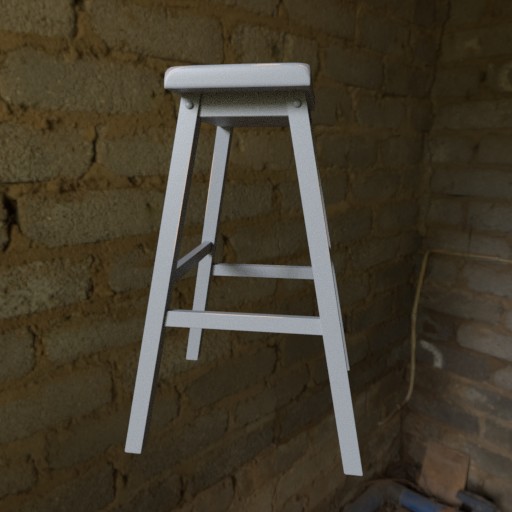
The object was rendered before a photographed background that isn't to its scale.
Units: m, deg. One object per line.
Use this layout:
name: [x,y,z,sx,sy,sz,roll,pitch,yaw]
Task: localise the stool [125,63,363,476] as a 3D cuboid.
stool: [0.000,0.000,1.010,0.476,0.737,0.457,2,13,8]
